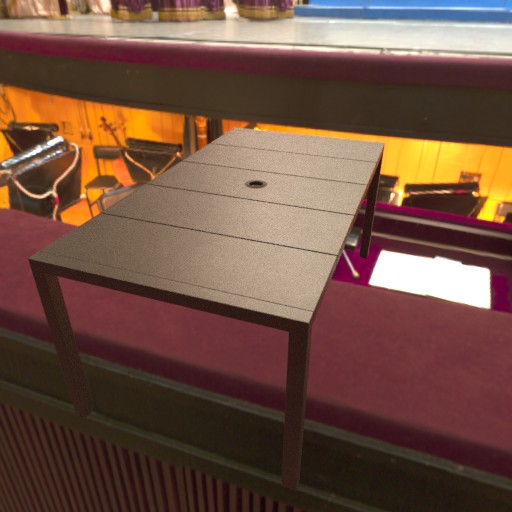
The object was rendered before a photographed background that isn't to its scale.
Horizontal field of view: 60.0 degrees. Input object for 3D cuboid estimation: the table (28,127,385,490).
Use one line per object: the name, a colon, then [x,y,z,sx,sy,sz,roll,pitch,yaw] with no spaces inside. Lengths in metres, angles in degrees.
table: [0.000,0.000,2.124,0.914,0.735,1.680,11,32,17]
